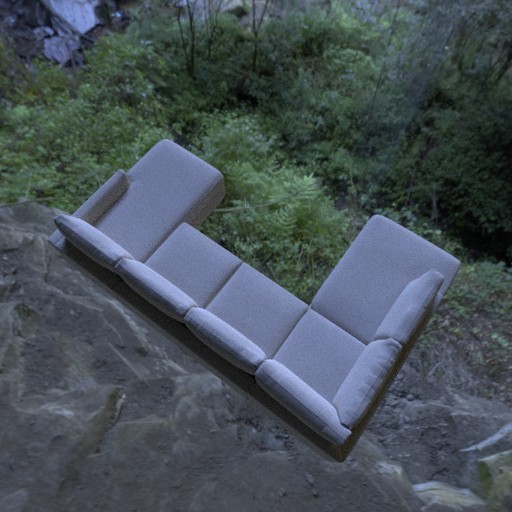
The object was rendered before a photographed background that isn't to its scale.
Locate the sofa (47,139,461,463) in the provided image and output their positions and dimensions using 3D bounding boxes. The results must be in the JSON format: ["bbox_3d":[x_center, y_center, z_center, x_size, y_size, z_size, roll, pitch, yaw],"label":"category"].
[{"bbox_3d":[0.000,0.000,3.870,2.984,0.862,1.989,34,70,14],"label":"sofa"}]
